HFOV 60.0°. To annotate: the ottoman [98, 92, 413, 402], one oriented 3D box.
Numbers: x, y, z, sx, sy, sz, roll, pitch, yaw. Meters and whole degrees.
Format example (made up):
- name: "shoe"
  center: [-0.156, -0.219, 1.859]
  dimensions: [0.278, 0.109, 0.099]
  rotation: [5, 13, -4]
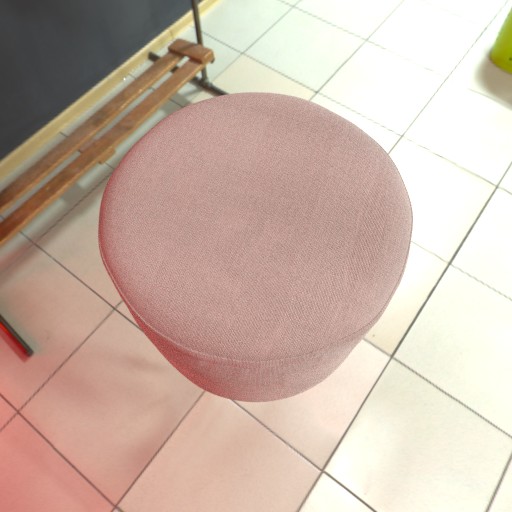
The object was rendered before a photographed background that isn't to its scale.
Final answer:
- name: "ottoman"
  center: [0.000, 0.000, 0.849]
  dimensions: [0.497, 0.409, 0.497]
  rotation: [0, 64, 0]
